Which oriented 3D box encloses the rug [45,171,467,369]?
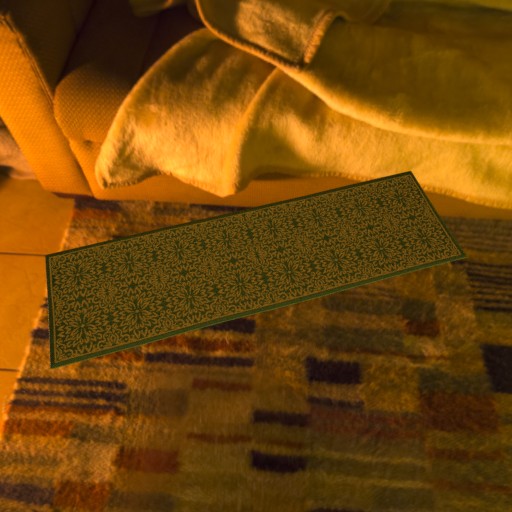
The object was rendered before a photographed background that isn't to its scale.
[{"bbox_3d":[0.000,0.000,2.405,2.196,0.011,0.662,-14,58,-9],"label":"rug"}]
